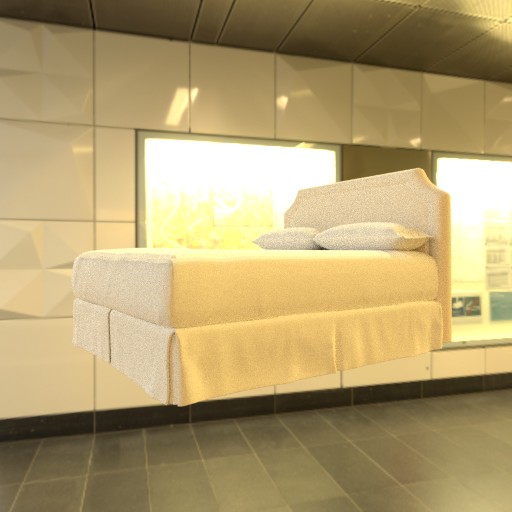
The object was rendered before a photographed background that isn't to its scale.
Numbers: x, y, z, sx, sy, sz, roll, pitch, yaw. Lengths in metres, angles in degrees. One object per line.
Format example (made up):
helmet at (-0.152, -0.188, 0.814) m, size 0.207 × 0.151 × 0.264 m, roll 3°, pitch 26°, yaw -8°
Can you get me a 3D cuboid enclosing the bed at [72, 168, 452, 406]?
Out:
bed at (0.000, 0.000, 3.769) m, size 2.548 × 1.524 × 2.134 m, roll 0°, pitch 1°, yaw -36°
